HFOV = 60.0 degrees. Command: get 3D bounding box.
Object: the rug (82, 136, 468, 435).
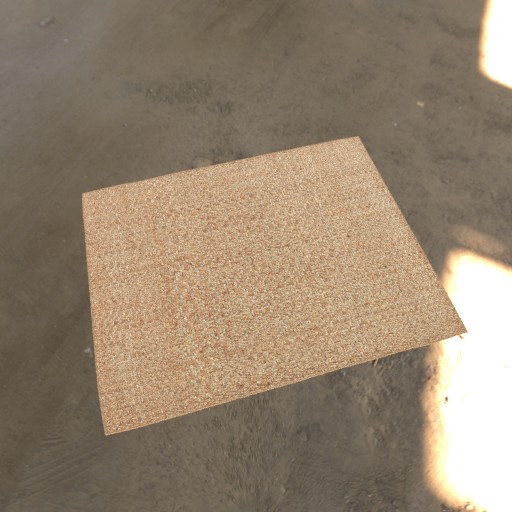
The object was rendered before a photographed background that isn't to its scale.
[{"bbox_3d":[0.000,0.000,4.115,3.048,0.013,2.439,-13,59,-8],"label":"rug"}]
